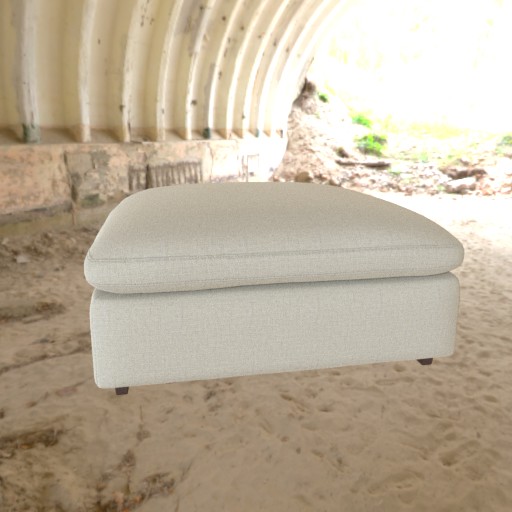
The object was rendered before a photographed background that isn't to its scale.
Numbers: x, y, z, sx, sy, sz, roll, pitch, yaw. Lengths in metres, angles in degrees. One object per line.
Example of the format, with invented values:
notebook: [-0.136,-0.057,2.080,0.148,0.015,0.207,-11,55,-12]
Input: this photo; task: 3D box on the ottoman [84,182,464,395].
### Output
ottoman: [0.000,0.000,1.535,0.977,0.467,0.996,-3,16,-10]
